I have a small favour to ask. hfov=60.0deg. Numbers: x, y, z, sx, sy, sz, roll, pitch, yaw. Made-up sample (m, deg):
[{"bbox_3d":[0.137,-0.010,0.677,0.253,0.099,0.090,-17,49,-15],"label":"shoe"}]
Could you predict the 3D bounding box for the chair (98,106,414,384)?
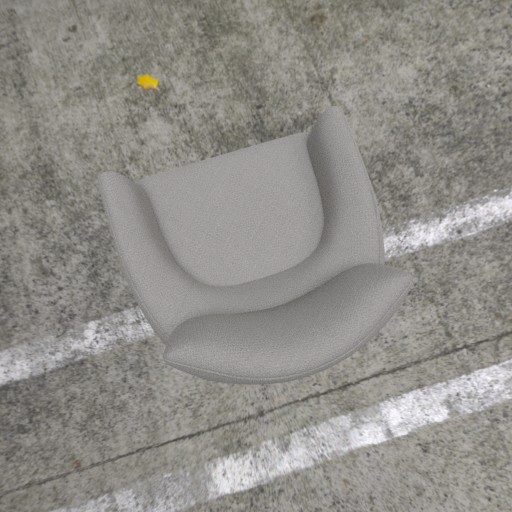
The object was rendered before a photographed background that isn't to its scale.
[{"bbox_3d":[0.000,0.000,1.349,0.760,0.810,0.730,-17,76,-4],"label":"chair"}]
